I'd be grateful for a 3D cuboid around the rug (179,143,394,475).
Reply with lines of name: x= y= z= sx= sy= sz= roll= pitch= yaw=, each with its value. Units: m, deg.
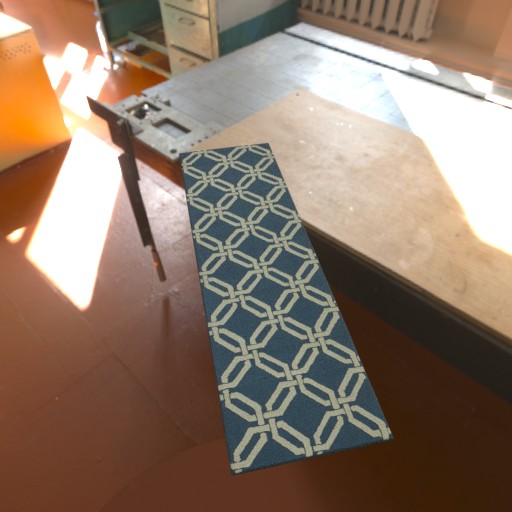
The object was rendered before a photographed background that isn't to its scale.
rug: x=0.000 y=0.000 z=2.543 sx=0.678 sy=0.014 sz=2.276 roll=-9 pitch=47 yaw=-8
